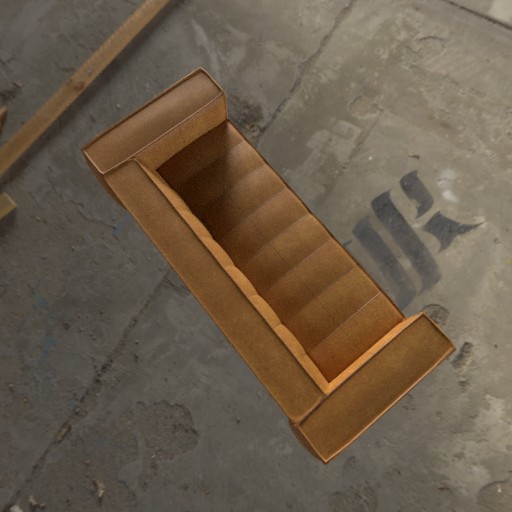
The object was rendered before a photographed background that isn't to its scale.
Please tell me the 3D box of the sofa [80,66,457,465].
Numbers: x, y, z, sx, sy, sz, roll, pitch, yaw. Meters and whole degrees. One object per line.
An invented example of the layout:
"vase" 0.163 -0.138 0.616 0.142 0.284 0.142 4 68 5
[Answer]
"sofa" 0.000 0.000 3.134 1.102 0.701 2.581 -38 78 -10
